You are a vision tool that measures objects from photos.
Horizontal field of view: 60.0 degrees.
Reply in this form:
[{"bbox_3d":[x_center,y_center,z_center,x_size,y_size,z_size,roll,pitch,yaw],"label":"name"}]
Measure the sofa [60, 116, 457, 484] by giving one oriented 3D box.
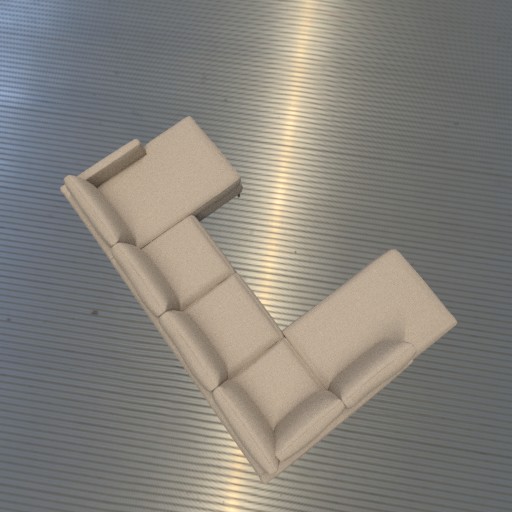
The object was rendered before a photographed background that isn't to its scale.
[{"bbox_3d":[0.000,0.000,3.538,1.879,0.756,2.737,-36,78,-9],"label":"sofa"}]
